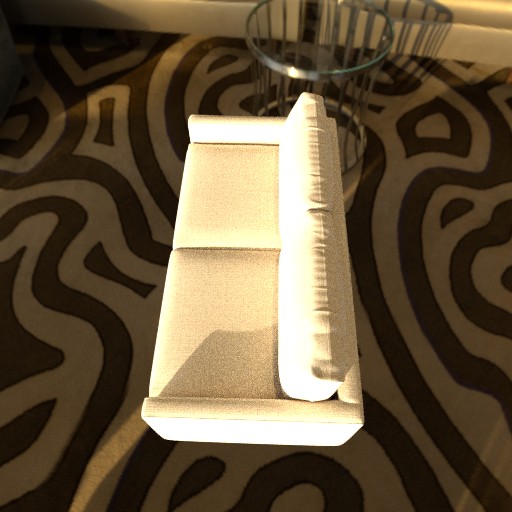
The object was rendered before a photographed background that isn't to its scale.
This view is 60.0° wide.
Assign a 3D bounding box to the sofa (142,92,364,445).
[{"bbox_3d":[0.000,0.000,2.168,0.839,0.812,1.651,1,58,1],"label":"sofa"}]
